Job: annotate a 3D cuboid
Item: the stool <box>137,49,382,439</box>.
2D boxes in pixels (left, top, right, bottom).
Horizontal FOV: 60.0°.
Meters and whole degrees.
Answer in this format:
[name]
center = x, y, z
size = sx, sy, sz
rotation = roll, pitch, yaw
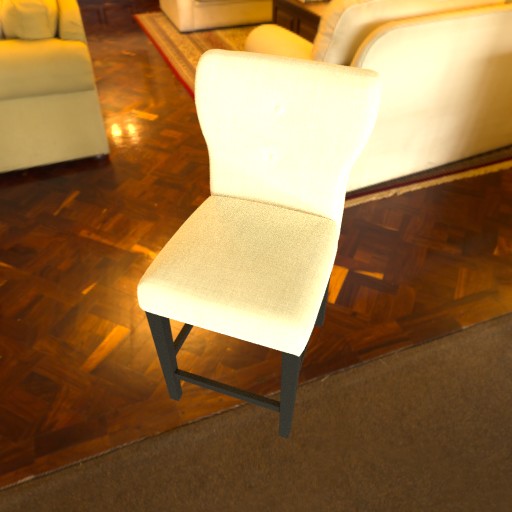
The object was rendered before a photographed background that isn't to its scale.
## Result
[stool]
center = 0.000, 0.000, 1.326
size = 0.514, 0.972, 0.603
rotation = 14, 44, 14
